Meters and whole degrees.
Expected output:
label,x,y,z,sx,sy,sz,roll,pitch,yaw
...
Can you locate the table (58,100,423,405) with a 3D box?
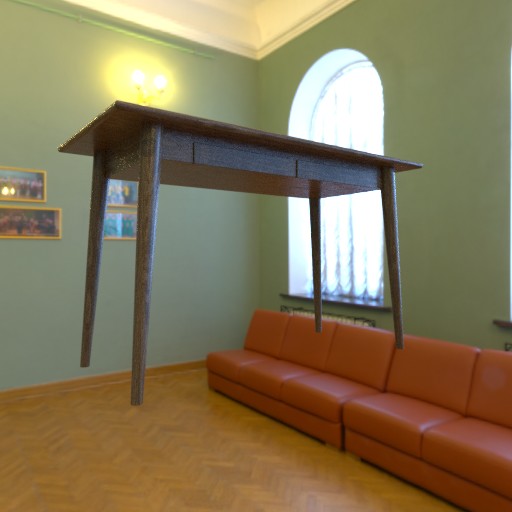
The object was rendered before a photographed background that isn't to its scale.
label,x,y,z,sx,sy,sz,roll,pitch,yaw
table,0.000,0.000,1.715,1.300,0.780,0.599,0,0,-37
